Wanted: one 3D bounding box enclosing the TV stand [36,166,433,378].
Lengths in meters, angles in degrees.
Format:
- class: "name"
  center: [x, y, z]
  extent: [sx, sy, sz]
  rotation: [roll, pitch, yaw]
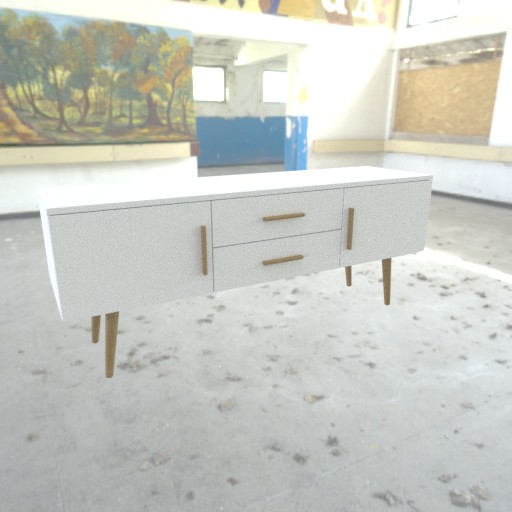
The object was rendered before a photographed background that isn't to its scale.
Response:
- class: "TV stand"
  center: [0.000, 0.000, 1.668]
  extent: [1.398, 0.560, 0.401]
  rotation: [-9, 20, -27]
